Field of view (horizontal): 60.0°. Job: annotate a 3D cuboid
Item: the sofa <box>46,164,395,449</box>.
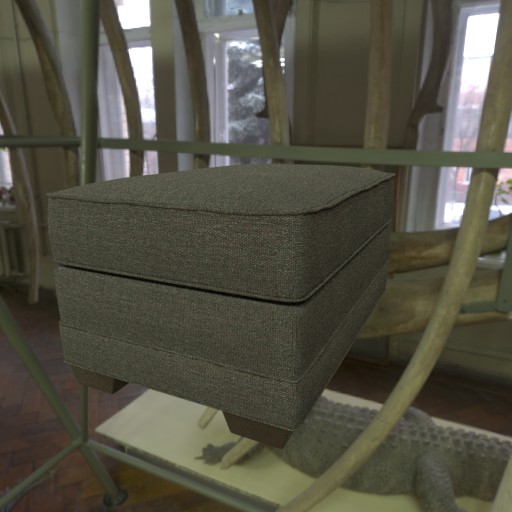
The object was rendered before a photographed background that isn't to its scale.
[{"bbox_3d":[0.000,0.000,1.194,0.578,0.457,0.854,7,17,25],"label":"sofa"}]
